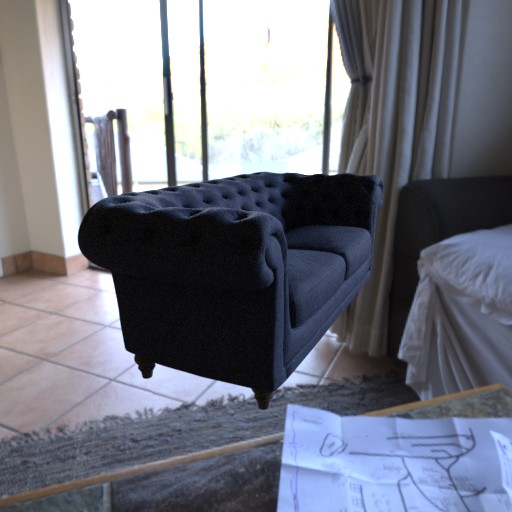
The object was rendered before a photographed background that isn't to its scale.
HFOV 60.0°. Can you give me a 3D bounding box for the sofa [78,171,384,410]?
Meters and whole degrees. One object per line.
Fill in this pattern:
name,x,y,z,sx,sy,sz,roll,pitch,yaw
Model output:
sofa,0.000,0.000,2.531,1.082,0.833,1.988,8,17,26
